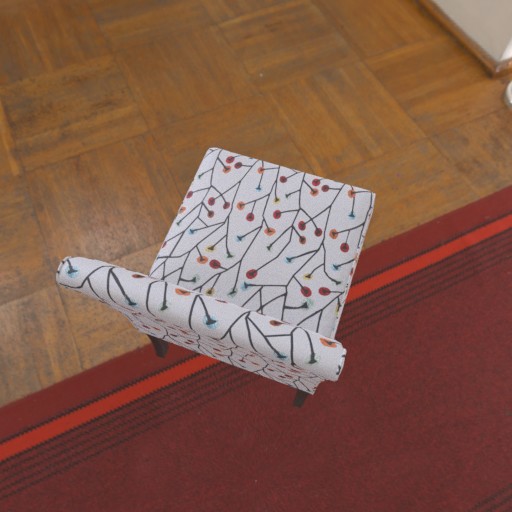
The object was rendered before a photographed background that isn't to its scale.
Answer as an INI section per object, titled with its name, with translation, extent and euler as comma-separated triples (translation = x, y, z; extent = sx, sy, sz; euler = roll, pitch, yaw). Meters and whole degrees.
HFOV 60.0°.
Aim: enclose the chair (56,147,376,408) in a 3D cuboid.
[chair]
translation = 0.000, 0.000, 1.316
extent = 0.597, 0.813, 0.732
euler = 17, 64, 9
